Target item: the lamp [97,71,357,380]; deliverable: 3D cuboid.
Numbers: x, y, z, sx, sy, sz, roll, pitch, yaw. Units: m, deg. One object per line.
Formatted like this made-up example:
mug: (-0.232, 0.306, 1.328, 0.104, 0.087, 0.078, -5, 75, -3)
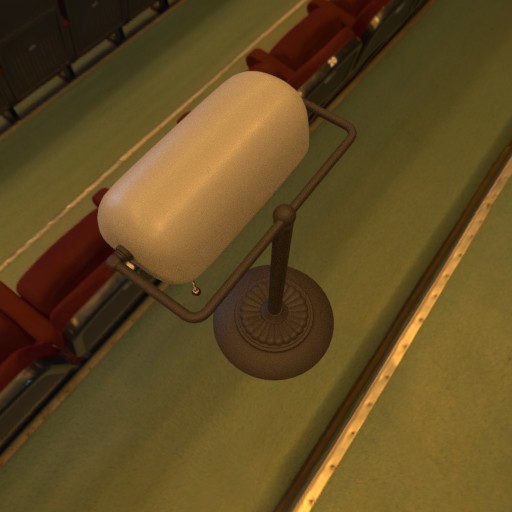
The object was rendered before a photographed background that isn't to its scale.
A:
lamp: (0.000, 0.000, 0.515, 0.243, 0.339, 0.264, 33, 68, 16)
